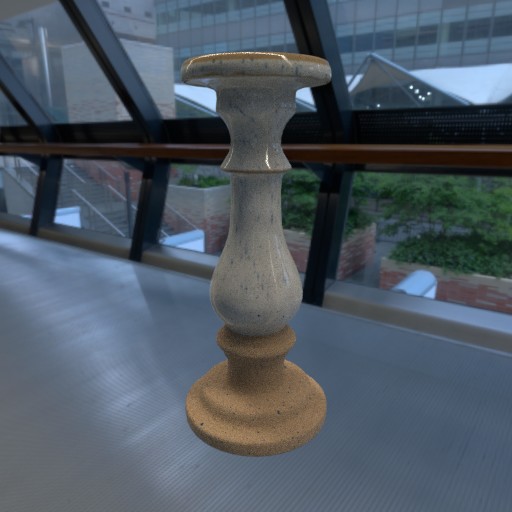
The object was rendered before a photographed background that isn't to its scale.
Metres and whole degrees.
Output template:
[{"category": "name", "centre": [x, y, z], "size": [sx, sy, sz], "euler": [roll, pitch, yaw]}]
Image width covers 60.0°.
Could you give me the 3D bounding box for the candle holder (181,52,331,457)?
[{"category": "candle holder", "centre": [0.000, 0.000, 0.253], "size": [0.088, 0.203, 0.088], "euler": [0, 16, 0]}]
